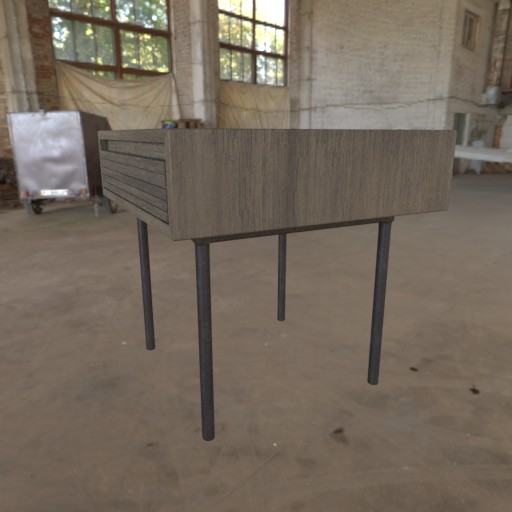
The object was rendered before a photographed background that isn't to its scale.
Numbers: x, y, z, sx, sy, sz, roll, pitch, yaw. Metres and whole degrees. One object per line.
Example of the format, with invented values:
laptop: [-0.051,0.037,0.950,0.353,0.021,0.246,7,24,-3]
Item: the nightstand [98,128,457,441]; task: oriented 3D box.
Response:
nightstand: [0.000,0.000,0.911,0.503,0.497,0.502,-8,17,-27]
